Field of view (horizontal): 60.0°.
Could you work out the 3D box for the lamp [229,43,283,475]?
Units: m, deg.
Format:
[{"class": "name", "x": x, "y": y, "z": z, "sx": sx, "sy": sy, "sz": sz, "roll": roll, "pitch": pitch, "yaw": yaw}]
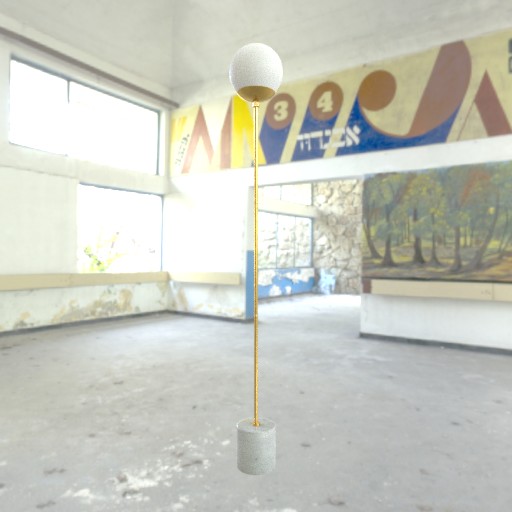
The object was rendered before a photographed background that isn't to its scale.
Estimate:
[{"class": "lamp", "x": 0.000, "y": 0.000, "z": 1.850, "sx": 0.224, "sy": 1.753, "sz": 0.224, "roll": 0, "pitch": 0, "yaw": 35}]
